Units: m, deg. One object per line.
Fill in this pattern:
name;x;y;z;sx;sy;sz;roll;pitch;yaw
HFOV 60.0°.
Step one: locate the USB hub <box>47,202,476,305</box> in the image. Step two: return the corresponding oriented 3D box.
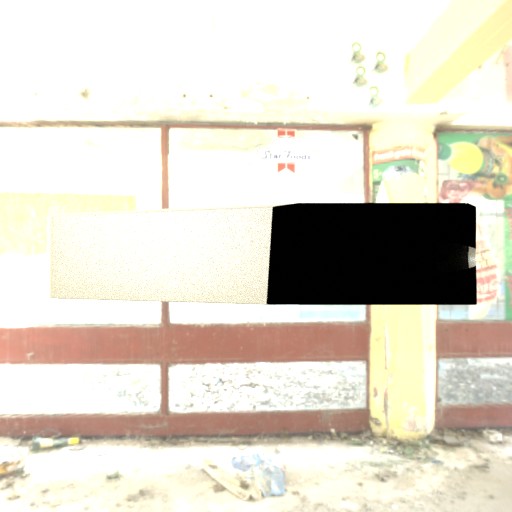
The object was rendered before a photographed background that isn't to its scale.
USB hub;0.000;0.000;0.124;0.110;0.023;0.044;0;-1;18
